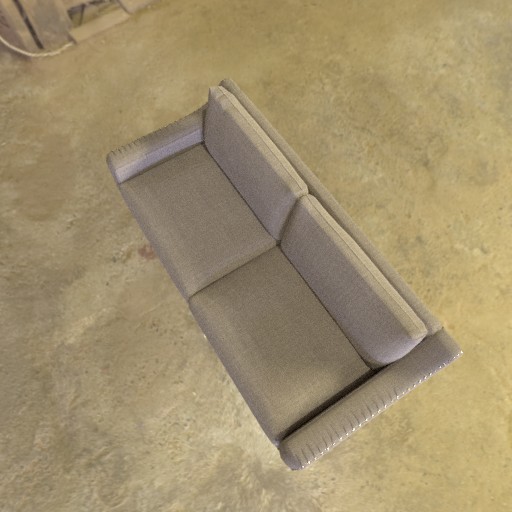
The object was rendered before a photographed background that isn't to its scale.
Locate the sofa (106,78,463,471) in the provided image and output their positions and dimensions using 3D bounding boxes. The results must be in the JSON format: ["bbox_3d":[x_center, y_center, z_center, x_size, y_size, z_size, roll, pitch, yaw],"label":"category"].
[{"bbox_3d":[0.000,0.000,2.687,1.000,0.857,2.208,-30,68,-14],"label":"sofa"}]
